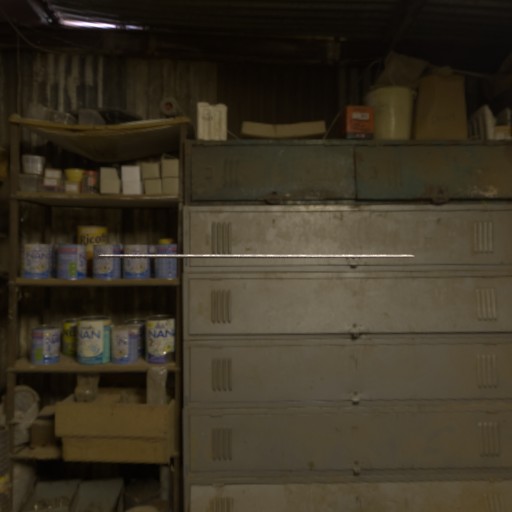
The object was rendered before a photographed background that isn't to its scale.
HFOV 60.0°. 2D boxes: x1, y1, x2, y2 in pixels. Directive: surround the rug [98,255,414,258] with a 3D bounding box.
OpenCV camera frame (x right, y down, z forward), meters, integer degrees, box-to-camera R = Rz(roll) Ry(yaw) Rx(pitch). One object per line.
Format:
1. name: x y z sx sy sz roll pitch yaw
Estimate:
1. rug: 0.000 0.000 2.367 1.593 0.012 1.593 0 0 0
